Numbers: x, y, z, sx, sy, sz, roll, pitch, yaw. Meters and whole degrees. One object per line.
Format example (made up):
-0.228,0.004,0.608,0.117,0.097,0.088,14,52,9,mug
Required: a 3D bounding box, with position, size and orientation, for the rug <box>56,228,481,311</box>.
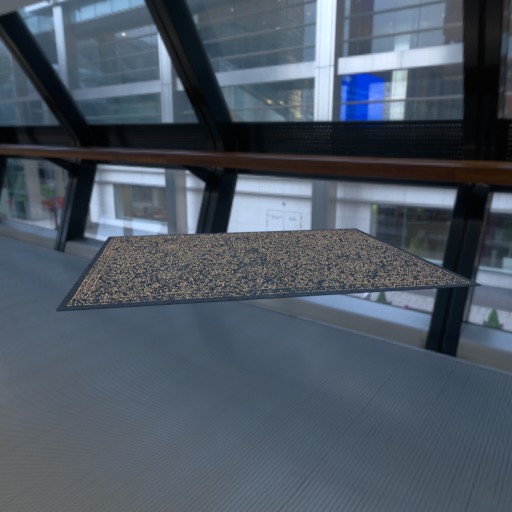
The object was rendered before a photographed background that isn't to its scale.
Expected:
0.000,0.000,4.258,3.048,0.010,2.438,-2,14,-10,rug
